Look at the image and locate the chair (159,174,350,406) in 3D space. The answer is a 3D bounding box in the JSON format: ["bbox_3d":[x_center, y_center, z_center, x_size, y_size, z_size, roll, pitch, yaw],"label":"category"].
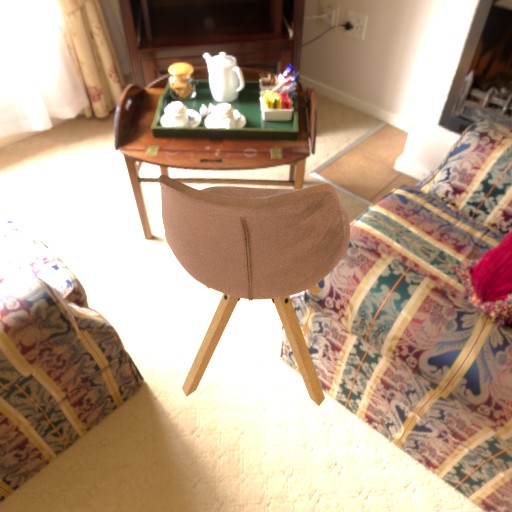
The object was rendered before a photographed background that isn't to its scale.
[{"bbox_3d":[0.000,0.000,1.180,0.485,0.850,0.550,3,47,3],"label":"chair"}]
